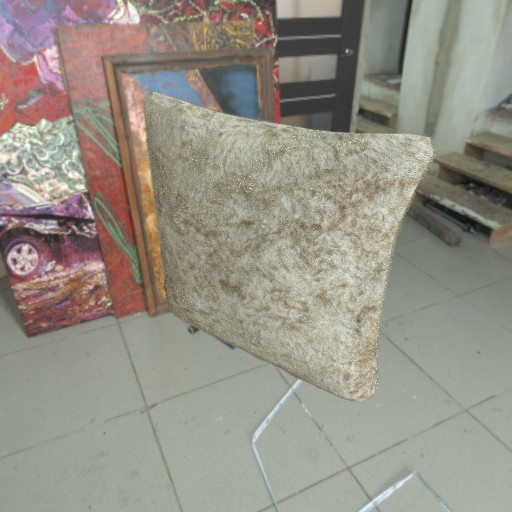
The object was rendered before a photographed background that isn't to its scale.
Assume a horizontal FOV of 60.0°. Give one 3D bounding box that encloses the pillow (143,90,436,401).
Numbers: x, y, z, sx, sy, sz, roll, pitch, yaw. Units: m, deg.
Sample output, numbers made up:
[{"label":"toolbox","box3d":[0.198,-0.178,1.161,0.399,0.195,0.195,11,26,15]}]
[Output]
[{"label":"pillow","box3d":[0.000,0.000,0.815,0.538,0.525,0.216,20,36,29]}]
